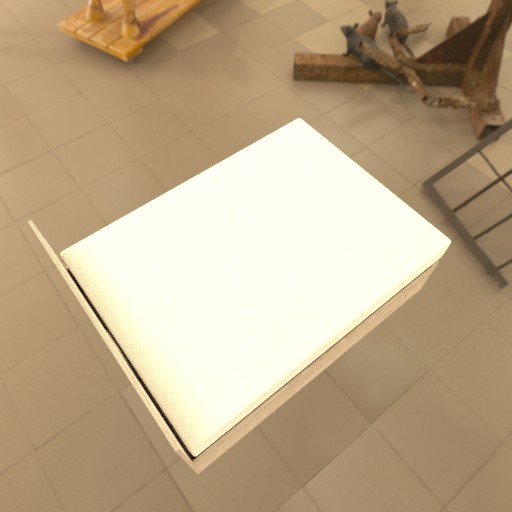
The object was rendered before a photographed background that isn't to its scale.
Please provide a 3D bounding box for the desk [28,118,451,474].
[{"bbox_3d":[0.000,0.000,2.651,1.900,0.800,1.400,-34,64,-19],"label":"desk"}]
